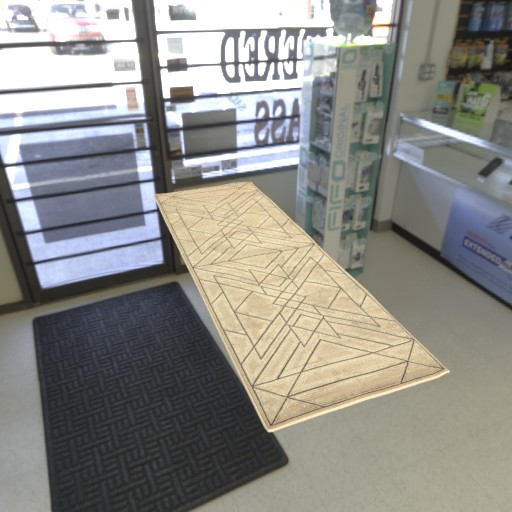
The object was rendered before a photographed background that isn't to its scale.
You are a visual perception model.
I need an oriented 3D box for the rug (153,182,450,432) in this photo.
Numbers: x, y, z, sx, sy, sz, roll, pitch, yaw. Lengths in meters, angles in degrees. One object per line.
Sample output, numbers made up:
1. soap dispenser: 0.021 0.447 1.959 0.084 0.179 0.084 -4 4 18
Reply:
1. rug: 0.000 0.000 2.679 0.831 0.036 2.381 -11 32 -18
